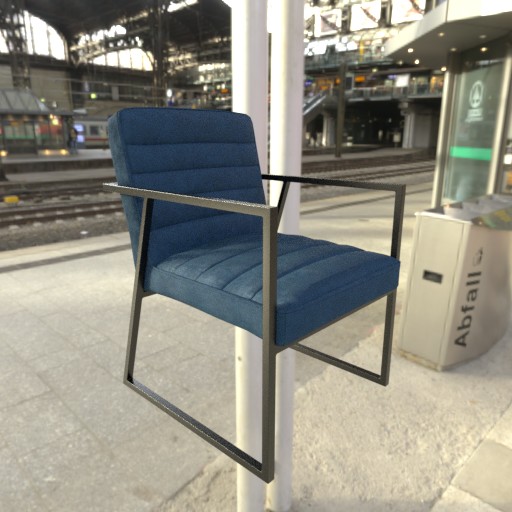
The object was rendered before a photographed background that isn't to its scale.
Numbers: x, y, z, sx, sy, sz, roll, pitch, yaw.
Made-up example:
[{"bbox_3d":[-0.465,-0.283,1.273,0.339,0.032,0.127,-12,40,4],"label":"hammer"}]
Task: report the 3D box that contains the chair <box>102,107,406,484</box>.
[{"bbox_3d":[0.000,0.000,1.284,0.677,0.833,0.571,14,21,42],"label":"chair"}]
